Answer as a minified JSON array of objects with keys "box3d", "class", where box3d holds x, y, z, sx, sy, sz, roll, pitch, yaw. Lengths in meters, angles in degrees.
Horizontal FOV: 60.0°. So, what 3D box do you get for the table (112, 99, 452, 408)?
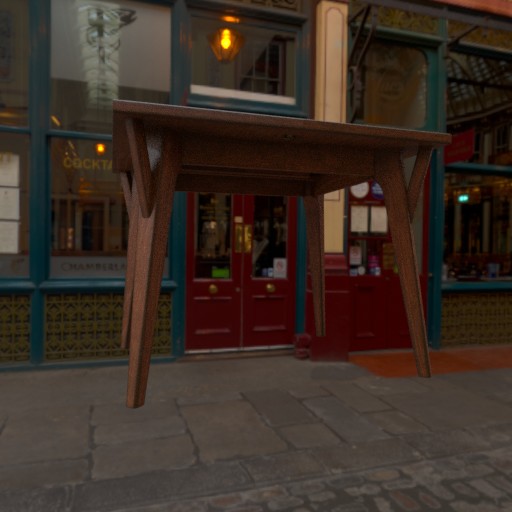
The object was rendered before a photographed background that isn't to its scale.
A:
[{"box3d":[0.000,0.000,1.606,0.991,0.761,0.838,0,0,-18],"class":"table"}]
